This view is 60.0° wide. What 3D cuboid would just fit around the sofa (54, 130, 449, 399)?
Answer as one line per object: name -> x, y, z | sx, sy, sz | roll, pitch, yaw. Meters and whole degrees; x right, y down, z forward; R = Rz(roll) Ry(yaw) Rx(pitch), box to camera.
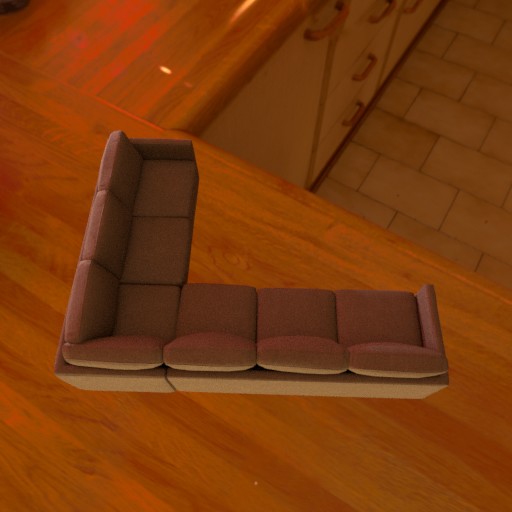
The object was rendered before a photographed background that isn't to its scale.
sofa -> 0.000, 0.000, 4.412 | 3.302, 0.947, 2.593 | 1, 63, 1
